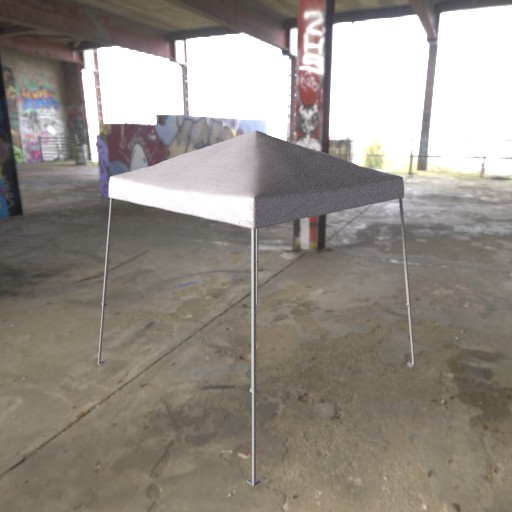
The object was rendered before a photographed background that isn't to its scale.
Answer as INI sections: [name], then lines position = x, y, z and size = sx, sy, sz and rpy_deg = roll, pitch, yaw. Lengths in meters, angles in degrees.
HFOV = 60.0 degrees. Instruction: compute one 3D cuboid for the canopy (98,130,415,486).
[canopy]
position = 0.000, 0.000, 5.234
size = 2.850, 2.850, 2.849
rpy_deg = -15, 22, -42
